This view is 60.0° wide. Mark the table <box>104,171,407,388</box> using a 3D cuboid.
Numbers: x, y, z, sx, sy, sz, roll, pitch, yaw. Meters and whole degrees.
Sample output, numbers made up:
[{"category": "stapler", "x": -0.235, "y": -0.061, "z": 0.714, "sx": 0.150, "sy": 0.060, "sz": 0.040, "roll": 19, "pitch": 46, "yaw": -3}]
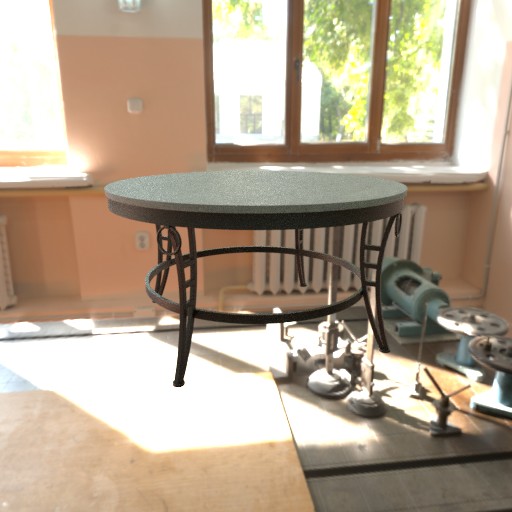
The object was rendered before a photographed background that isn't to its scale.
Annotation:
[{"category": "table", "x": 0.000, "y": 0.000, "z": 1.432, "sx": 0.889, "sy": 0.470, "sz": 0.889, "roll": 0, "pitch": 16, "yaw": 0}]
